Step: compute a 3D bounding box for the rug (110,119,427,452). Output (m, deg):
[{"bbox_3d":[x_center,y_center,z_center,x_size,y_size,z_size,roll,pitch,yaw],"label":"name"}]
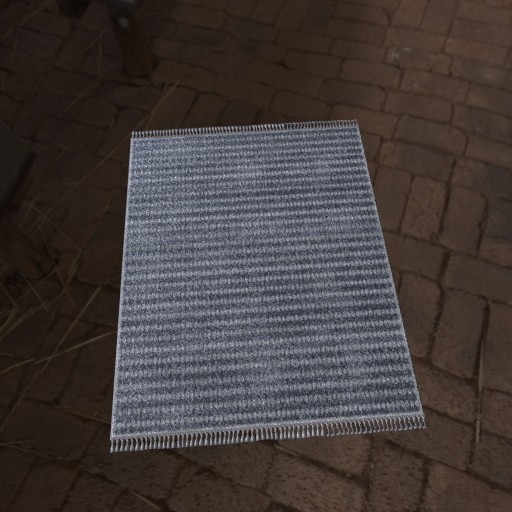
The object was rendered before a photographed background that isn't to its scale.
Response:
[{"bbox_3d":[0.000,0.000,3.770,2.256,0.013,2.910,-4,64,-2],"label":"rug"}]
